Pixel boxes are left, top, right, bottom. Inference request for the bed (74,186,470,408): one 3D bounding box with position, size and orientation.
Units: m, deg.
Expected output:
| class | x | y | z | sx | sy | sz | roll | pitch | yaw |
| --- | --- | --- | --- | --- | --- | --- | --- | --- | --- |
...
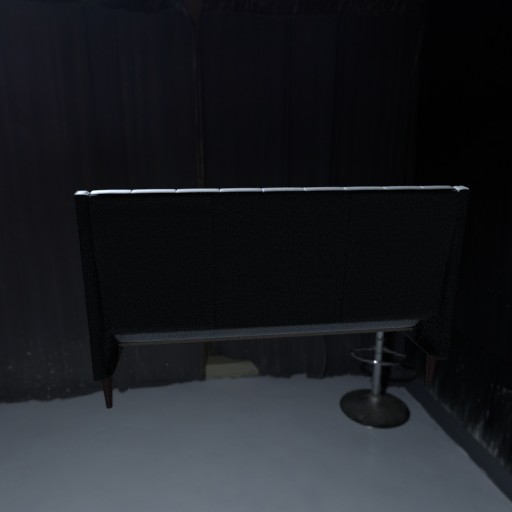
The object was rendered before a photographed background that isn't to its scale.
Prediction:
| class | x | y | z | sx | sy | sz | roll | pitch | yaw |
| --- | --- | --- | --- | --- | --- | --- | --- | --- | --- |
| bed | 0.000 | 0.000 | 2.581 | 1.531 | 0.933 | 1.638 | -2 | 14 | -7 |
